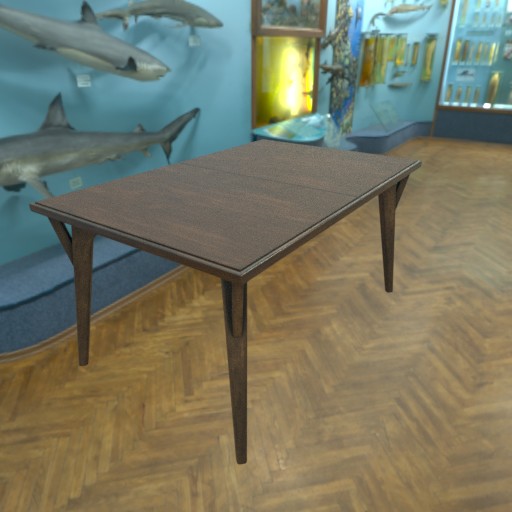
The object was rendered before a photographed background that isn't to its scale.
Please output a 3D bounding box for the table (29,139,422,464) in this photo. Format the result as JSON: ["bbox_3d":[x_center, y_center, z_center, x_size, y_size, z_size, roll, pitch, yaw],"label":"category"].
[{"bbox_3d":[0.000,0.000,2.111,0.990,0.761,1.524,17,30,31],"label":"table"}]
